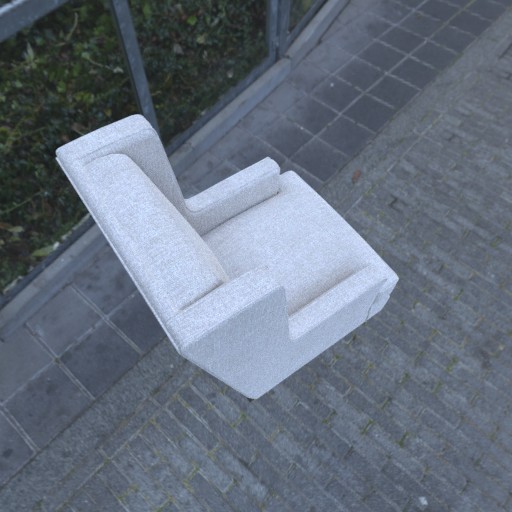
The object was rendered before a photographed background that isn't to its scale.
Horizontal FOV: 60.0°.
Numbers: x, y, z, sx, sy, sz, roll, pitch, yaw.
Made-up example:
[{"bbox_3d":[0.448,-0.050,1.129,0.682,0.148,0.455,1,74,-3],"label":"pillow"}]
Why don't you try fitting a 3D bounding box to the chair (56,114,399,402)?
[{"bbox_3d":[0.000,0.000,1.740,0.948,1.082,0.764,-31,63,-18],"label":"chair"}]
